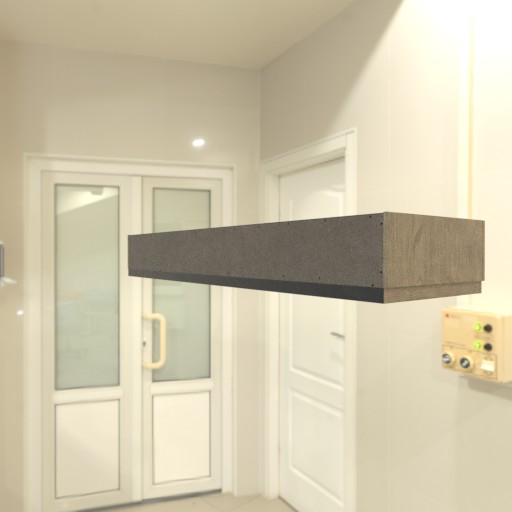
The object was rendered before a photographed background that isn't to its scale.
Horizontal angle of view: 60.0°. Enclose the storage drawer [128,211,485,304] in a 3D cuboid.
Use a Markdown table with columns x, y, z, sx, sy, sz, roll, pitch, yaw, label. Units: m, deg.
| x | y | z | sx | sy | sz | roll | pitch | yaw | label |
| --- | --- | --- | --- | --- | --- | --- | --- | --- | --- |
| 0.000 | 0.000 | 2.314 | 0.591 | 0.274 | 2.072 | 0 | 0 | -37 | storage drawer |
